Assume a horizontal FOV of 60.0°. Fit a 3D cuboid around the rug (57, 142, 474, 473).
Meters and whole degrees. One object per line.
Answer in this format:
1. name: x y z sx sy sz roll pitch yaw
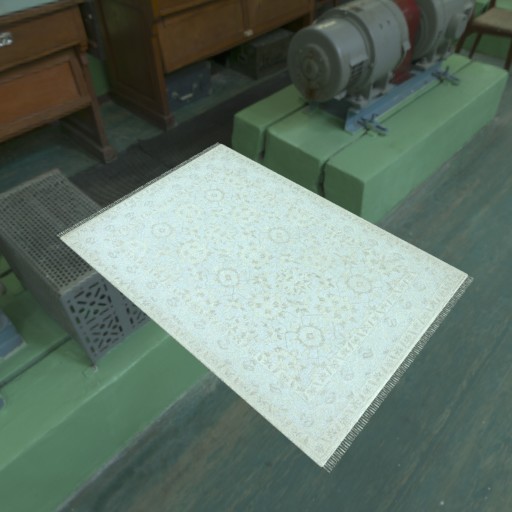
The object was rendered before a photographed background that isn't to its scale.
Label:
1. rug: 0.000 0.000 2.839 2.233 0.011 1.514 33 55 27
